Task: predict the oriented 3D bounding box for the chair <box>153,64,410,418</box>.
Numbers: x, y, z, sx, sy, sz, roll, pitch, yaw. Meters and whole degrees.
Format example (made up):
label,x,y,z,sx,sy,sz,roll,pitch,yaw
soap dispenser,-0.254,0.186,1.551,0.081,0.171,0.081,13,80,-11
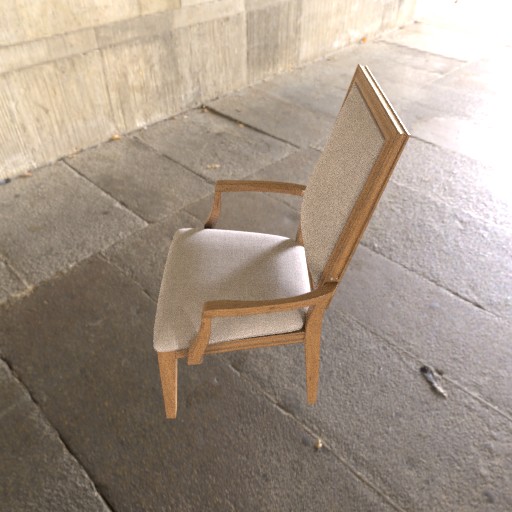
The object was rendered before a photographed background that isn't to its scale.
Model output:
label,x,y,z,sx,sy,sz,roll,pitch,yaw
chair,0.000,0.000,1.344,0.602,0.990,0.606,0,41,-1
